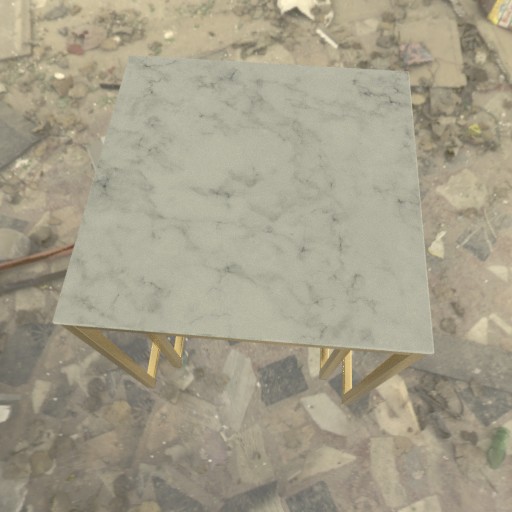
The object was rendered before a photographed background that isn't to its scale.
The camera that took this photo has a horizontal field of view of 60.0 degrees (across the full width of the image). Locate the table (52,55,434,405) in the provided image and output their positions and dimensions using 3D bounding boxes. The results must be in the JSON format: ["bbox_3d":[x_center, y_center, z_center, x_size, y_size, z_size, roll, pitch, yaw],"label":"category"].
[{"bbox_3d":[0.000,0.000,0.840,0.450,0.500,0.450,4,65,2],"label":"table"}]
